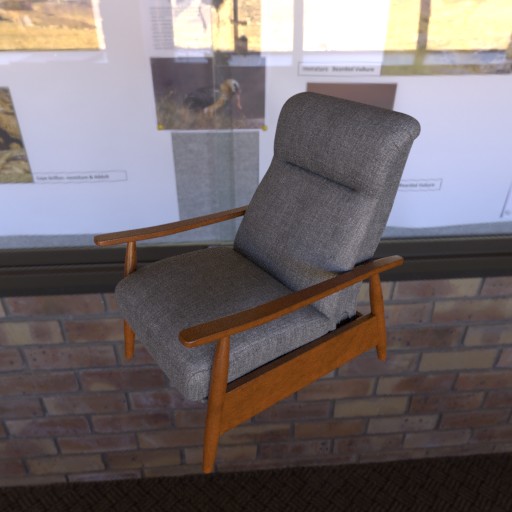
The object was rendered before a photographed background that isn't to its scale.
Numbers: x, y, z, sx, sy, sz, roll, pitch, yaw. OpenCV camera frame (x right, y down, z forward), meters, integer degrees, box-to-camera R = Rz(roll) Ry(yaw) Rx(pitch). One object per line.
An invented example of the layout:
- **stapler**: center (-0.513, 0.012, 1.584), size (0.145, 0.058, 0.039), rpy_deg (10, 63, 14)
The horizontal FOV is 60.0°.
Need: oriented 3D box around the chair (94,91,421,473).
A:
- **chair**: center (0.000, 0.000, 1.771), size (1.030, 1.082, 0.762), rpy_deg (-21, 37, -31)
